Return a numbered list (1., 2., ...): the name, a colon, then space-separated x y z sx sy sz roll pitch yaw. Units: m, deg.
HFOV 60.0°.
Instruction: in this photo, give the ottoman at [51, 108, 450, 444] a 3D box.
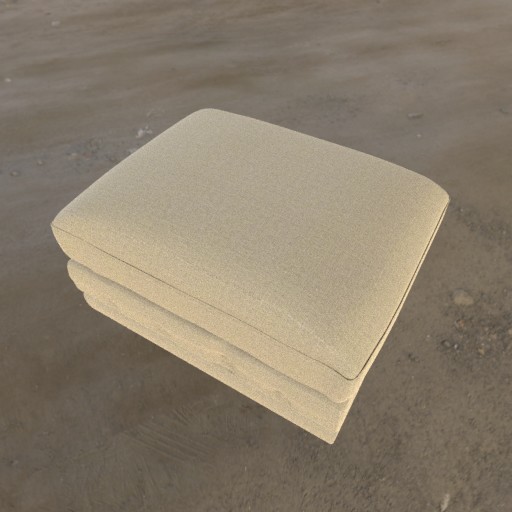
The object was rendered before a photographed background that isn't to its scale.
1. ottoman: 0.000 0.000 1.031 0.684 0.463 0.541 24 52 21
